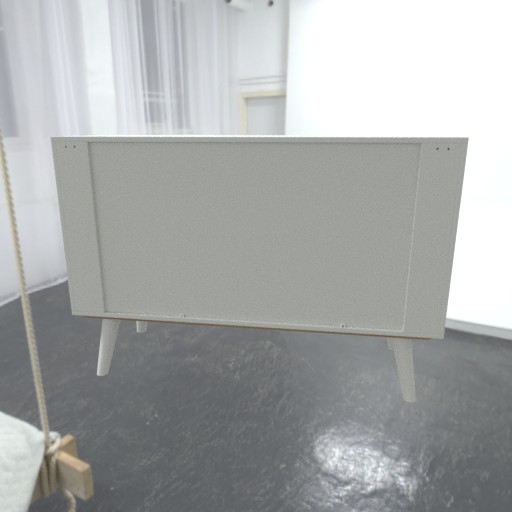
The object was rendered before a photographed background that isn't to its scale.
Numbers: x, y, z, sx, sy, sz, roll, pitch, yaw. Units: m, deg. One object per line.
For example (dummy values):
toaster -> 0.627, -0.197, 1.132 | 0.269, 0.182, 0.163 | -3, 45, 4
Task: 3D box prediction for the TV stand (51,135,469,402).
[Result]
TV stand -> 0.000, 0.000, 1.553 | 1.193, 0.812, 0.406 | 2, 16, 8
